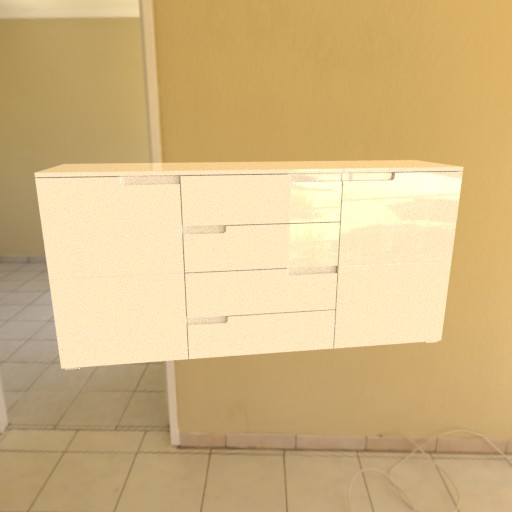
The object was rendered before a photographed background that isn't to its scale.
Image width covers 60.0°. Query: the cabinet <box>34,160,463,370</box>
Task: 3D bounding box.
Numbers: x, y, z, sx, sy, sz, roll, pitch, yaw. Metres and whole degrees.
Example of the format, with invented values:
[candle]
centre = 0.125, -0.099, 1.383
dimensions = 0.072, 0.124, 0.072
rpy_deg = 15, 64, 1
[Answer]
[cabinet]
centre = 0.000, 0.000, 1.990
dimensions = 1.650, 0.800, 0.400
rpy_deg = -2, 16, -8
